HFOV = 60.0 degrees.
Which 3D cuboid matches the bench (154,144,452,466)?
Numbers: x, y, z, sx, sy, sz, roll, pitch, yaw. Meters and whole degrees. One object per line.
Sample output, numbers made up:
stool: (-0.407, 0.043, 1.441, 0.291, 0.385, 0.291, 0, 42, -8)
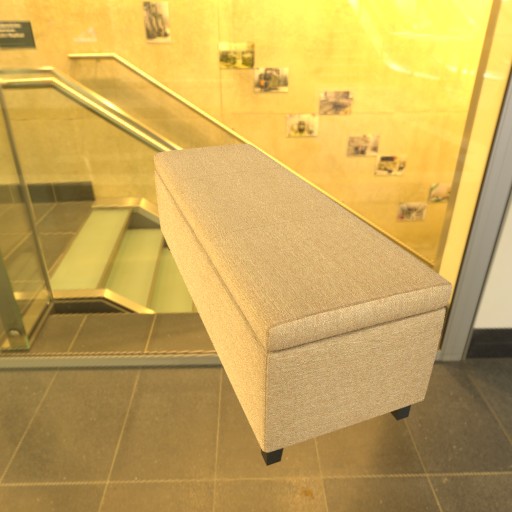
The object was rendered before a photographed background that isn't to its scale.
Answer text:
bench: (0.000, 0.000, 1.486, 0.446, 0.438, 1.269, -11, 30, -18)
